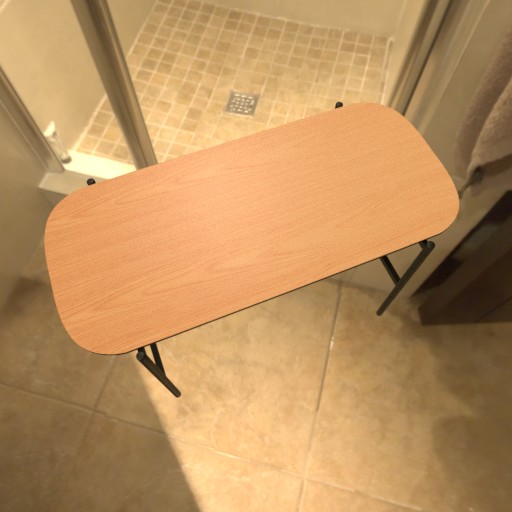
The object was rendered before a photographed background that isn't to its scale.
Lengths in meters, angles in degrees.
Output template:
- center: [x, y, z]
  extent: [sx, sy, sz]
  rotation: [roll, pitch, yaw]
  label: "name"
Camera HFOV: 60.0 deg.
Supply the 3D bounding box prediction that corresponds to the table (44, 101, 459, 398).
- center: [0.000, 0.000, 1.046]
  extent: [0.800, 0.400, 0.400]
  rotation: [-20, 65, -10]
  label: "table"
